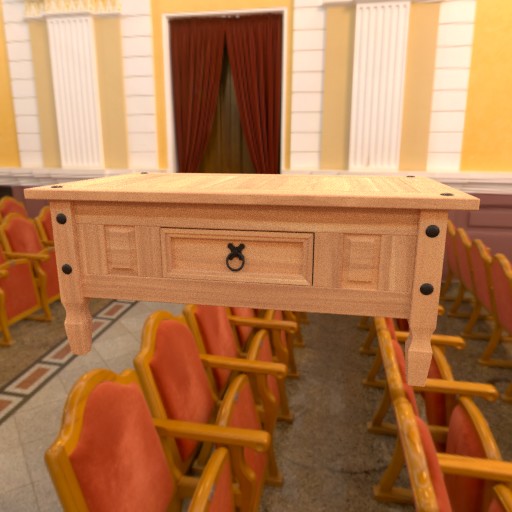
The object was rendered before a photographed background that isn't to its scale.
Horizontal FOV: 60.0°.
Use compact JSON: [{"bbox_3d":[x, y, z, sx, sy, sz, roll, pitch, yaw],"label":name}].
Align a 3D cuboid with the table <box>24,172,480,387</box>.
[{"bbox_3d":[0.000,0.000,1.290,1.000,0.437,0.600,3,15,10],"label":"table"}]
